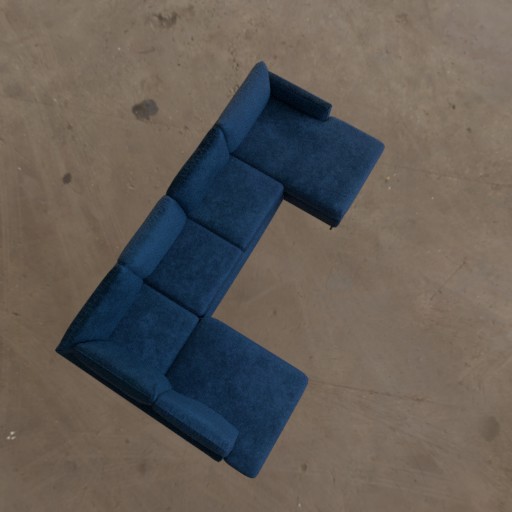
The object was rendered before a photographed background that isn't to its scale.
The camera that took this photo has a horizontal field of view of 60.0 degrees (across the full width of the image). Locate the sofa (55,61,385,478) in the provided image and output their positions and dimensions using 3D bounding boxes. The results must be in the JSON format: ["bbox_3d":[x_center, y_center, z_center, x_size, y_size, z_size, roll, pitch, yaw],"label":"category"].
[{"bbox_3d":[0.000,0.000,4.292,2.055,0.992,3.434,31,78,7],"label":"sofa"}]
